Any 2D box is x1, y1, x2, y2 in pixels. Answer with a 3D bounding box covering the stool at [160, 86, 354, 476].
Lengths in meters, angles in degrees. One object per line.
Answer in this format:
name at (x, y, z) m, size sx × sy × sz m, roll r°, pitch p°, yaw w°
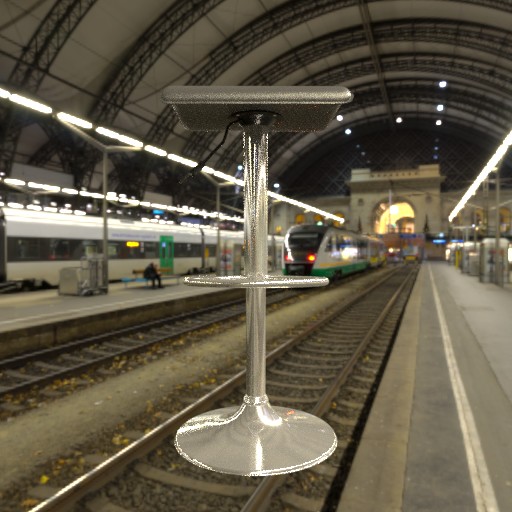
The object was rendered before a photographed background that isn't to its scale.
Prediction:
stool at (0.000, 0.000, 1.047) m, size 0.381 × 0.851 × 0.381 m, roll 0°, pitch 0°, yaw 0°
